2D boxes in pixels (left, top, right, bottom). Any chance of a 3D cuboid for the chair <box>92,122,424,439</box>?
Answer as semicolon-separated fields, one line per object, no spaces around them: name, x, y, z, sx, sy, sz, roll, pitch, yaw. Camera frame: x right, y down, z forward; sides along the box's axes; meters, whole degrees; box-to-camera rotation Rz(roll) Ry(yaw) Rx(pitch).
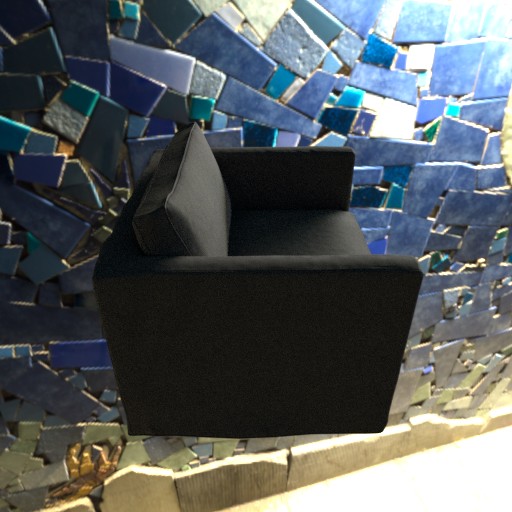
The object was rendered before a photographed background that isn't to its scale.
chair;0.000;0.000;1.776;0.949;0.863;1.057;0;33;-1
